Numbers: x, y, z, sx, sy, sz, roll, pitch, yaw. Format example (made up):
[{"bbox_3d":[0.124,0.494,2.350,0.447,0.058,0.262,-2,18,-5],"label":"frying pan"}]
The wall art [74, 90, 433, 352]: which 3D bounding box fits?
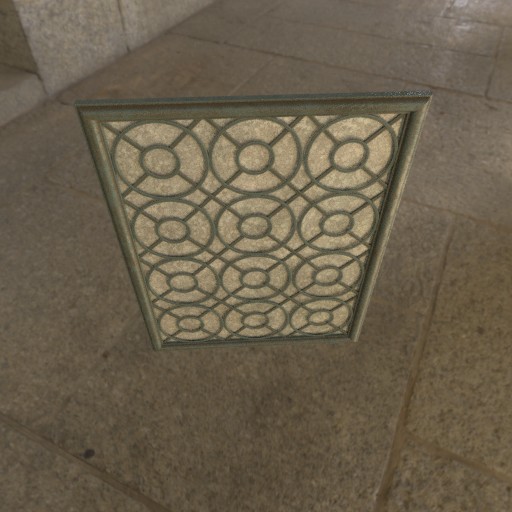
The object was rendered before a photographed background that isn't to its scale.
[{"bbox_3d":[0.000,0.000,1.305,0.767,0.983,0.030,-2,47,-2],"label":"wall art"}]
